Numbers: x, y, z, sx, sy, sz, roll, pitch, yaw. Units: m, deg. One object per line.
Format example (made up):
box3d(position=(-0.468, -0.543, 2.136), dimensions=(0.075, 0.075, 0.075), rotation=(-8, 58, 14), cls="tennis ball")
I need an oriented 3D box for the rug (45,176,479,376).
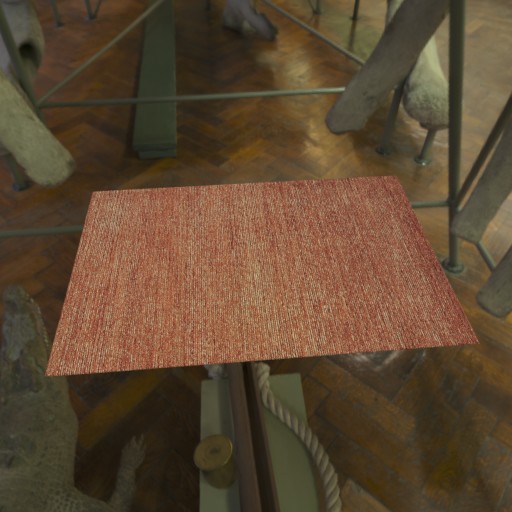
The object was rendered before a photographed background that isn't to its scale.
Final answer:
box3d(position=(0.000, 0.000, 2.157), dimensions=(1.747, 0.011, 1.139), rotation=(-4, 47, -3), cls="rug")
